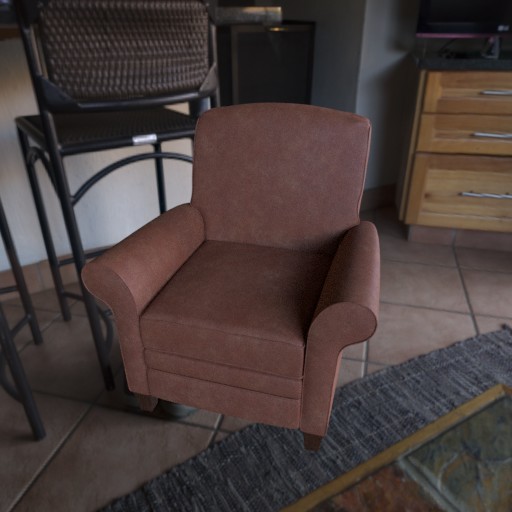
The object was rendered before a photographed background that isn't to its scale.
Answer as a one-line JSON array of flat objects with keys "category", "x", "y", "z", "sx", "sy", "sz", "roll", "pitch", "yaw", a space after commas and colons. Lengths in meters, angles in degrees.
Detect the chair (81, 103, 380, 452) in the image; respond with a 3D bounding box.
[{"category": "chair", "x": 0.000, "y": 0.000, "z": 1.773, "sx": 0.978, "sy": 1.061, "sz": 0.902, "roll": 8, "pitch": 28, "yaw": 15}]
